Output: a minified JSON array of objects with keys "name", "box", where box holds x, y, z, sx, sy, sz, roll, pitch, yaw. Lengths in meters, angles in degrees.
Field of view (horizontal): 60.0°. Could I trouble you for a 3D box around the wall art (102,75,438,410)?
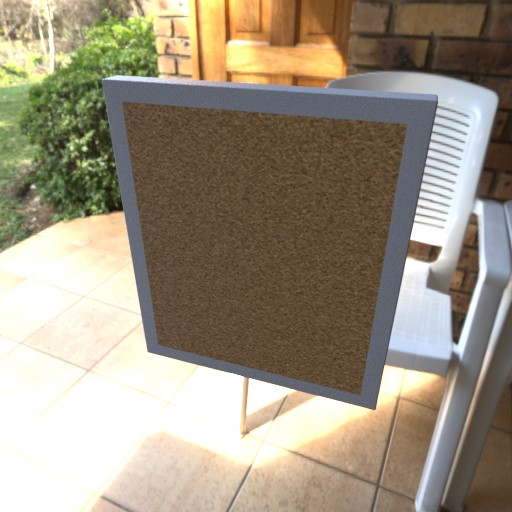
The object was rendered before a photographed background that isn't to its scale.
[{"name":"wall art","box":[0.000,0.000,0.524,0.331,0.381,0.028,10,32,16]}]
